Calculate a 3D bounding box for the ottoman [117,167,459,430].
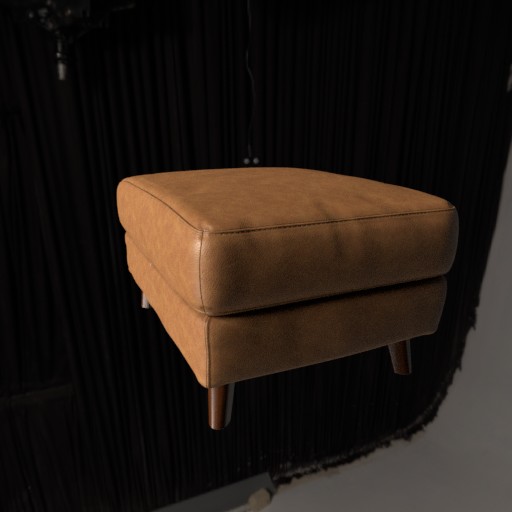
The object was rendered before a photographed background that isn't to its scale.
[{"bbox_3d":[0.000,0.000,1.218,0.630,0.461,0.869,-7,17,-24],"label":"ottoman"}]
